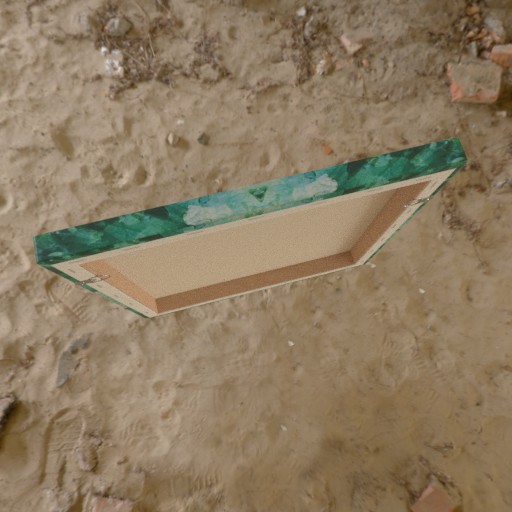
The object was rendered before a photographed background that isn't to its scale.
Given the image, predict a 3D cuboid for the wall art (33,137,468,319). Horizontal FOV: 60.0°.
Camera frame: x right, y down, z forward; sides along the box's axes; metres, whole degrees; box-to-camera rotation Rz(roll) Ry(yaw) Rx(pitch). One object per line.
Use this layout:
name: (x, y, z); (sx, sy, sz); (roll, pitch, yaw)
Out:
wall art: (0.000, 0.000, 0.750); (0.507, 0.508, 0.038); (-14, 76, -4)
